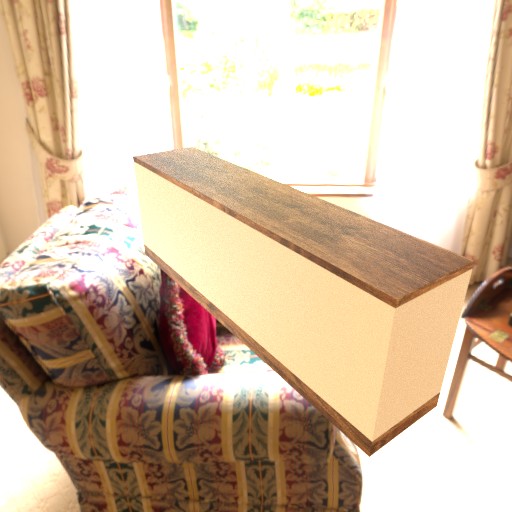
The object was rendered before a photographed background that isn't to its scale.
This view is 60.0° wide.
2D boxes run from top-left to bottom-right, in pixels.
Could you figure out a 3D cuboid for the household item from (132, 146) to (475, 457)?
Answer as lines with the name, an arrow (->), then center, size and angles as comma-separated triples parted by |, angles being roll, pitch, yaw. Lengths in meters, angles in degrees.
household item -> 0.000, 0.000, 2.061 | 0.390, 0.615, 1.800 | -19, 33, -31
